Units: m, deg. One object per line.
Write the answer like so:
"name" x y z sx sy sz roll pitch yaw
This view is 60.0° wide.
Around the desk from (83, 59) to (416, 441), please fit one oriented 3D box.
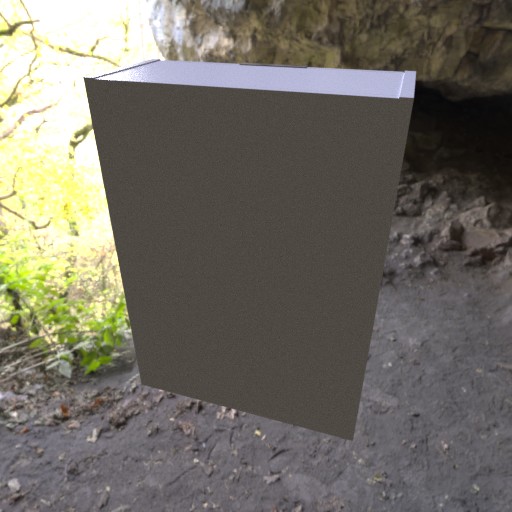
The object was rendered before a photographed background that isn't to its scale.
"desk" 0.000 0.000 1.545 0.850 1.190 0.390 10 33 15
